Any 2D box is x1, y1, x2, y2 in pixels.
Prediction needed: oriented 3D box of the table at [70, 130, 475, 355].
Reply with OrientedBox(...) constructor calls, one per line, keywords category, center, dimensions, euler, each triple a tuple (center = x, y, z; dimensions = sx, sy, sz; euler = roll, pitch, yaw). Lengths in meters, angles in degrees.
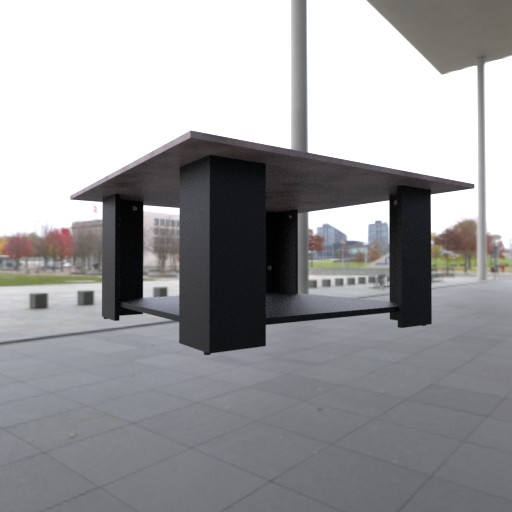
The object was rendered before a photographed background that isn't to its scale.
OrientedBox(category="table", center=(0.000, 0.000, 1.025), dimensions=(0.670, 0.305, 0.670), euler=(1, -1, -35))
